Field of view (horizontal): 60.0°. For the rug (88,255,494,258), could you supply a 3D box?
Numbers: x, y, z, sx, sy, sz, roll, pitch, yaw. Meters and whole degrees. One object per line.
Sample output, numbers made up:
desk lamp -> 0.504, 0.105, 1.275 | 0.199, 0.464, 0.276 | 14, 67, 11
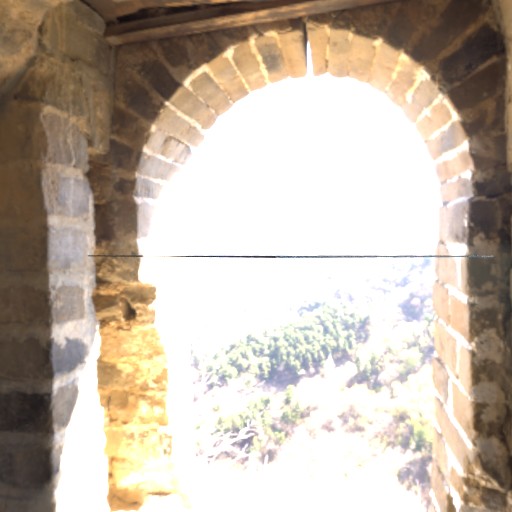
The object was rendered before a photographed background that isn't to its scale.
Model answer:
rug -> 0.000, 0.000, 2.194 | 1.142, 0.006, 1.752 | 0, 0, -36
